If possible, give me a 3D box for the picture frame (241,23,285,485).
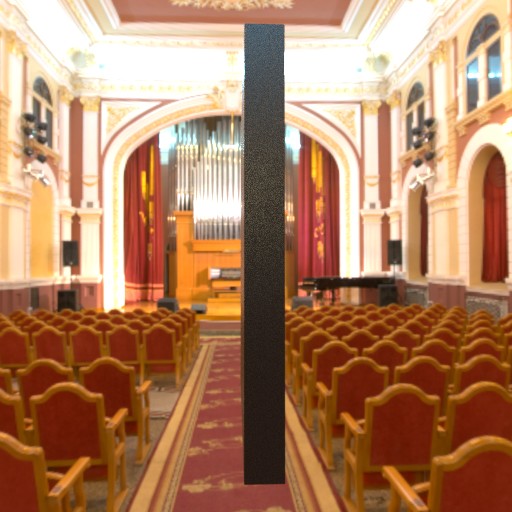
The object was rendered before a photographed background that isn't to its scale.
[{"bbox_3d":[0.000,0.000,0.528,0.034,0.378,0.328,0,-1,-2],"label":"picture frame"}]
